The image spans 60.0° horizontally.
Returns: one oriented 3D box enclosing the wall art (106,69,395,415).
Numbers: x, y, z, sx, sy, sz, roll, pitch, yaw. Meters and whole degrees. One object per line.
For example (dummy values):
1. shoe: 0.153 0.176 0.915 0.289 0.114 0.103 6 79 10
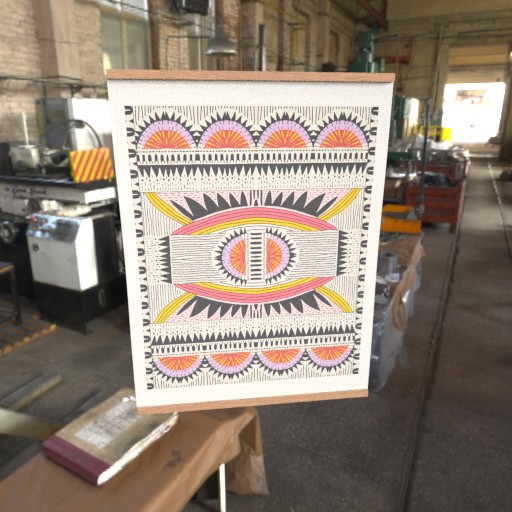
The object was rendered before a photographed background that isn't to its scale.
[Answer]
1. wall art: 0.000 0.000 1.317 0.765 1.016 0.028 -2 17 -7
